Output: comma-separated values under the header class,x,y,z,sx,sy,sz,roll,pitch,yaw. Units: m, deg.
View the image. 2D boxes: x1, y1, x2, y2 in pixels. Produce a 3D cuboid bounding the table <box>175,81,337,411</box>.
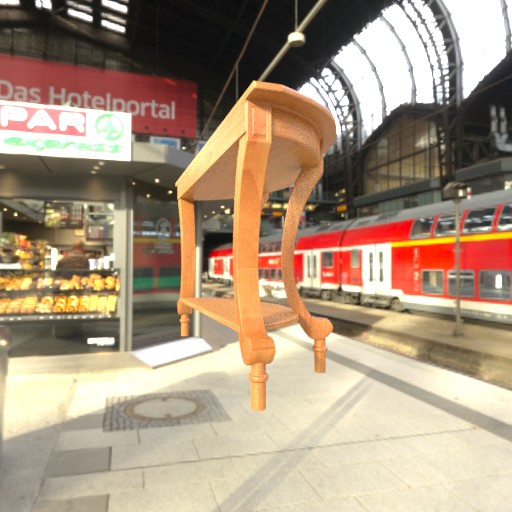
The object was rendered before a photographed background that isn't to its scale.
class,x,y,z,sx,sy,sz,roll,pitch,yaw
table,0.000,0.000,1.528,0.394,0.692,1.198,0,-1,-18
